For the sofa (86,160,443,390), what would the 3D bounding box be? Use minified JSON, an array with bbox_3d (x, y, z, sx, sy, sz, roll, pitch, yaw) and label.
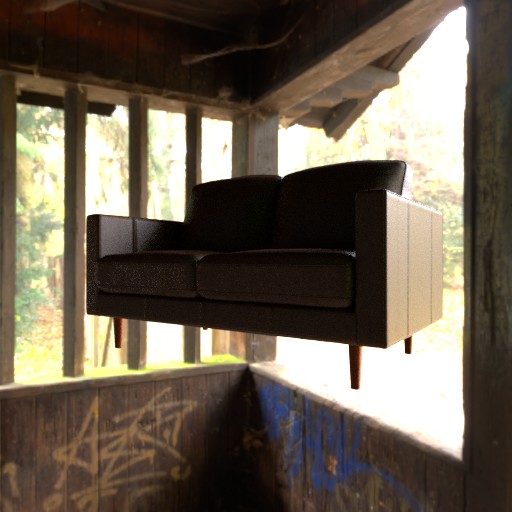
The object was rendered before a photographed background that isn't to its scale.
[{"bbox_3d":[0.000,0.000,2.208,1.578,0.951,0.909,0,0,34],"label":"sofa"}]
